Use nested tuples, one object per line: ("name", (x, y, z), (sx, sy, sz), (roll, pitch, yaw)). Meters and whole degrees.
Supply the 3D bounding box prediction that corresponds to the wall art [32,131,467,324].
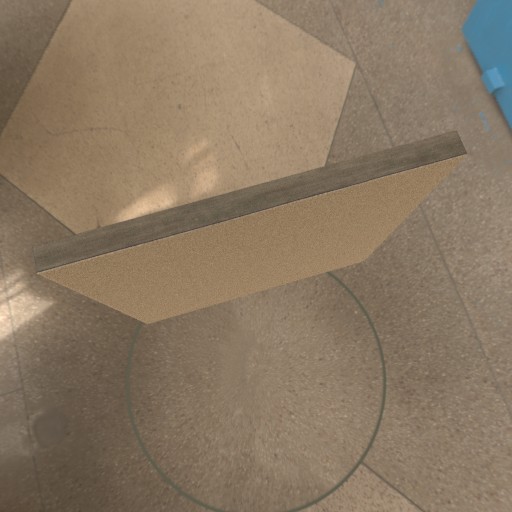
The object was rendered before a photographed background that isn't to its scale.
("wall art", (0.000, 0.000, 1.107), (0.749, 0.751, 0.050), (-16, 76, -4))
